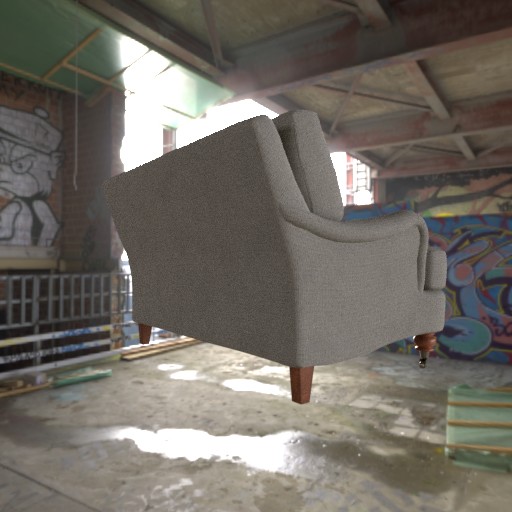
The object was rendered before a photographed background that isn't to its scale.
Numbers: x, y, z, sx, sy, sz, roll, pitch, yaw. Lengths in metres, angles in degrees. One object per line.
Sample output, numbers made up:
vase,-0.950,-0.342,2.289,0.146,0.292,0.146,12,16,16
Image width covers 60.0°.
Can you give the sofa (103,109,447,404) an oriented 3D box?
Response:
sofa,0.000,0.000,2.208,1.087,0.999,1.480,1,-1,-37
